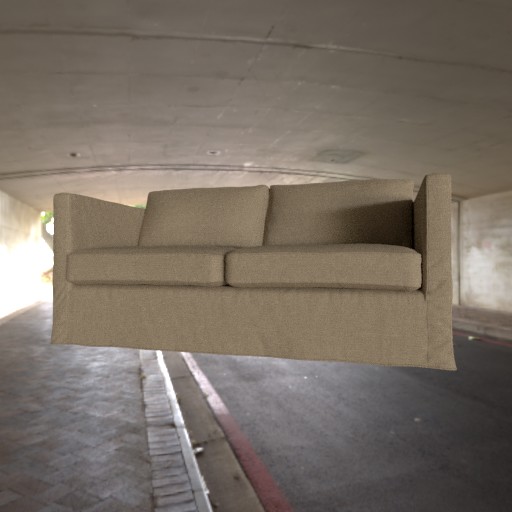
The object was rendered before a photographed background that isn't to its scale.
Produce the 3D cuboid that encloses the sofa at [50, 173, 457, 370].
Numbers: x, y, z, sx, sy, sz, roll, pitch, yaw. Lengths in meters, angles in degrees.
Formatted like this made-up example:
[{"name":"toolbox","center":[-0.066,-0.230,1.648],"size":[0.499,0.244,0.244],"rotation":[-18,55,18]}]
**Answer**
[{"name":"sofa","center":[0.000,0.000,2.254],"size":[1.766,0.828,0.956],"rotation":[0,-1,17]}]
